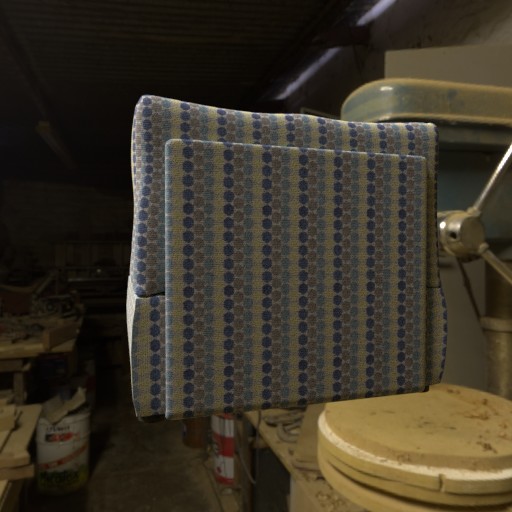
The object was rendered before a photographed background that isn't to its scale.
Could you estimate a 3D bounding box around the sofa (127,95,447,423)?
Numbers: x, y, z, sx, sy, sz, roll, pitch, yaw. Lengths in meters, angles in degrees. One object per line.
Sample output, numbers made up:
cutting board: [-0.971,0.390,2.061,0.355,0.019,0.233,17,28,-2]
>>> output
sofa: [0.000,0.000,1.668,0.930,0.830,1.000,0,1,-17]
